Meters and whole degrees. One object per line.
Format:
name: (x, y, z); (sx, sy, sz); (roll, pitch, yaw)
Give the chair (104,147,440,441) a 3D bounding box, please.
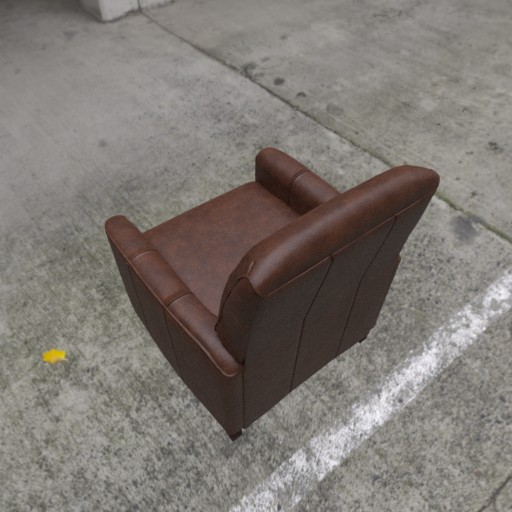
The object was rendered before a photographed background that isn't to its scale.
chair: (0.000, 0.000, 1.637); (0.839, 1.010, 0.850); (-30, 54, -25)
